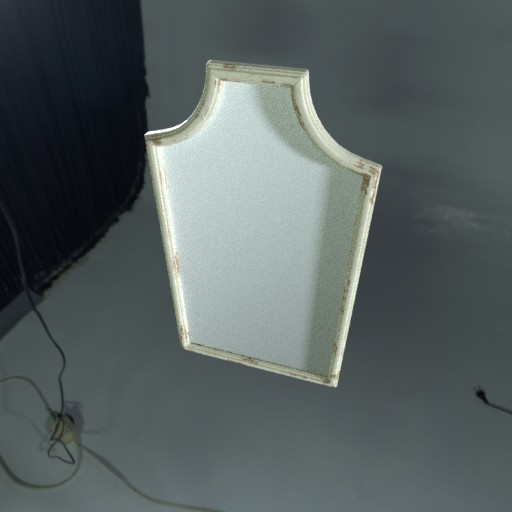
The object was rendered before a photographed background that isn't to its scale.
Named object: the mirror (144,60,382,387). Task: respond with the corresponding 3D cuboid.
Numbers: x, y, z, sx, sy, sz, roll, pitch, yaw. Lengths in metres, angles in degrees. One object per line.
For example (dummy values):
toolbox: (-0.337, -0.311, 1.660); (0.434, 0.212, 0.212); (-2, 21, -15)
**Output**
mirror: (0.000, 0.000, 0.872); (0.403, 0.717, 0.022); (11, 42, 13)
